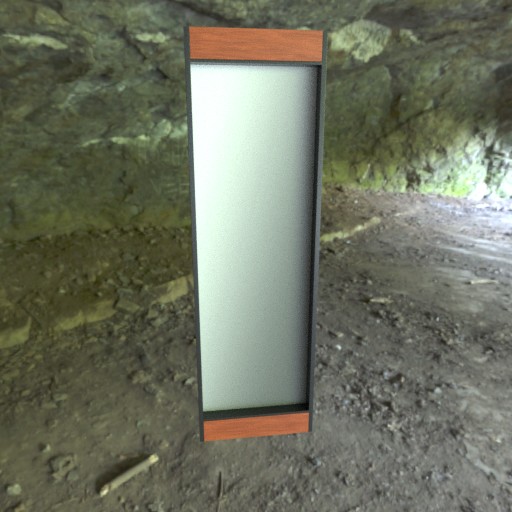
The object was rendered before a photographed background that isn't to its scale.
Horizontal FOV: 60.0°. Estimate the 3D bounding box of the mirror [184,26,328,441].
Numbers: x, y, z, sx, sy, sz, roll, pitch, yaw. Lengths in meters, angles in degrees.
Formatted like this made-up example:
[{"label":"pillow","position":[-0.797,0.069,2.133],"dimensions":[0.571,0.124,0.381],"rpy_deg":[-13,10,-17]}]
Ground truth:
[{"label":"mirror","position":[0.000,0.000,1.214],"dimensions":[0.343,1.123,0.047],"rpy_deg":[-2,16,-8]}]
